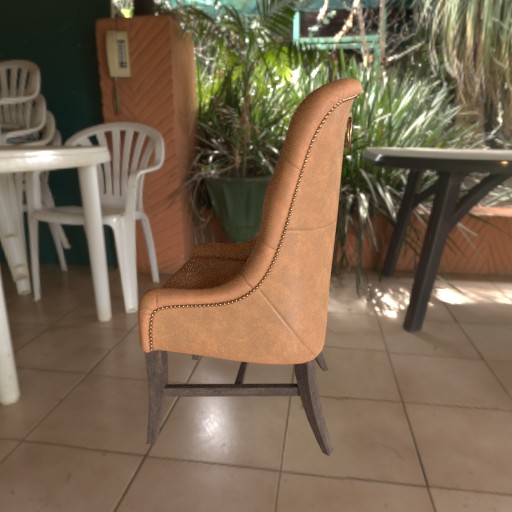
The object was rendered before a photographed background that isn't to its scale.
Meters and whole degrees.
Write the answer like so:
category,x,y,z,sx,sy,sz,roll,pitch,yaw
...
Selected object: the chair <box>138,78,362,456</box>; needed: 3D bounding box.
category,x,y,z,sx,sy,sz,roll,pitch,yaw
chair,0.000,0.000,1.483,0.629,1.091,0.634,2,16,7
